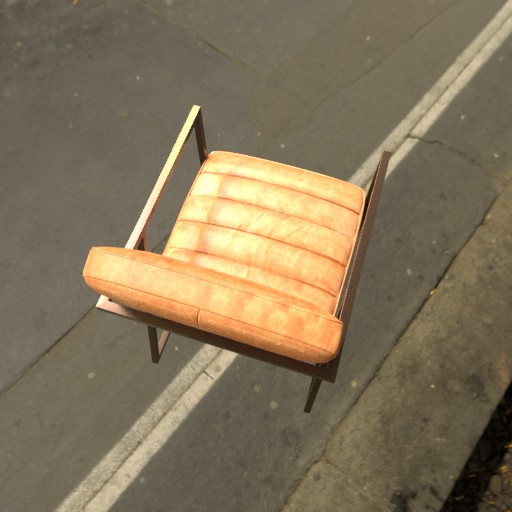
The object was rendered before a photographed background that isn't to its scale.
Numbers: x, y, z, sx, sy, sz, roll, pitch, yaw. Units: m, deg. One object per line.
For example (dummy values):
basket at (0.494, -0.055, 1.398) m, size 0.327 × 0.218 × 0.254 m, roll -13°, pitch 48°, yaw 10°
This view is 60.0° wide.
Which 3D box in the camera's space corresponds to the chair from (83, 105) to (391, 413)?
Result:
chair at (0.000, 0.000, 1.271) m, size 0.571 × 0.832 × 0.677 m, roll 16°, pitch 65°, yaw 8°
